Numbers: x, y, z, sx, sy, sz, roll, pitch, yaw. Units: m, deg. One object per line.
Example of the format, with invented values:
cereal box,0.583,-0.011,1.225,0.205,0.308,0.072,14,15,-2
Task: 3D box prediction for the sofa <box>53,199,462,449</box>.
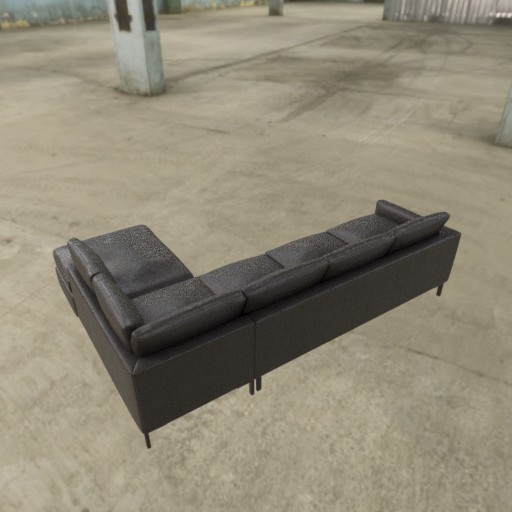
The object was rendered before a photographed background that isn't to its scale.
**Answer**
sofa,0.000,0.000,3.885,2.984,0.877,1.938,-19,36,-29
